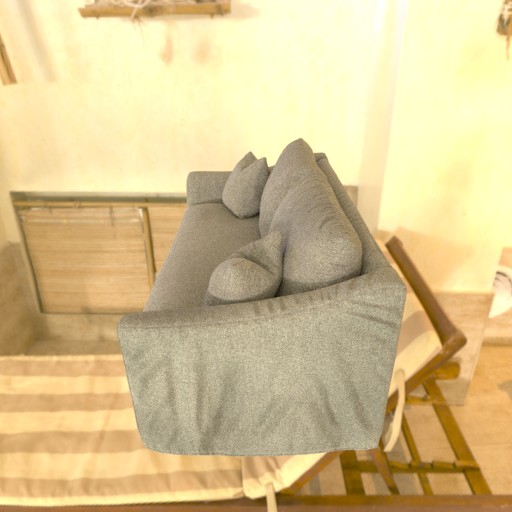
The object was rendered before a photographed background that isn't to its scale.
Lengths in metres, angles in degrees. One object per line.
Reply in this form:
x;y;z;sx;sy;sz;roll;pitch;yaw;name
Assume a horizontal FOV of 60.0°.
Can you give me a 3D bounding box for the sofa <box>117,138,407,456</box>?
0.000;0.000;2.567;1.072;1.018;2.010;0;26;0;sofa
